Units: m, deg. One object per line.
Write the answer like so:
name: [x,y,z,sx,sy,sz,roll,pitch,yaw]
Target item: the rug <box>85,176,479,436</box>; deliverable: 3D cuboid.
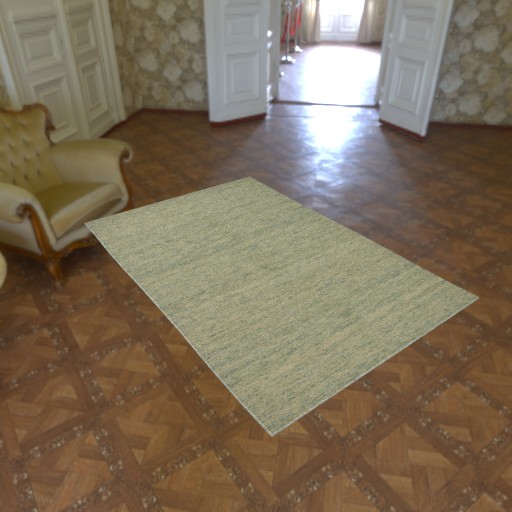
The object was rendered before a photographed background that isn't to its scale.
rug: [0.000,0.000,2.965,1.547,0.013,2.283,-22,38,-30]
